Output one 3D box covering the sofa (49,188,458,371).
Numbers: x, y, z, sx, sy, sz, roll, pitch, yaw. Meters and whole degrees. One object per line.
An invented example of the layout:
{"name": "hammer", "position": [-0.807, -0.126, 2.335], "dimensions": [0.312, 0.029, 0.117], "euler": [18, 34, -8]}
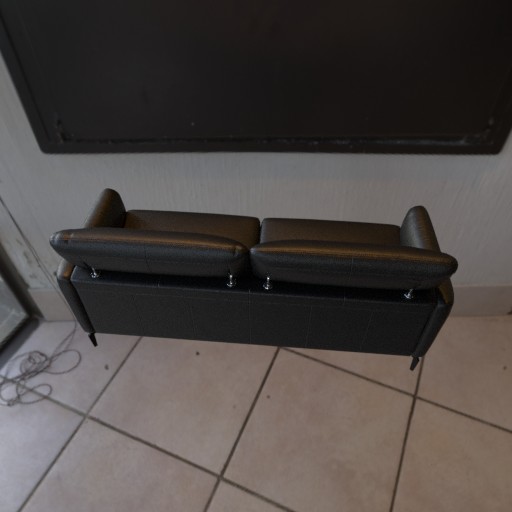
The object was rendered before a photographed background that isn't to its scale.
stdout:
{"name": "sofa", "position": [0.000, 0.000, 2.577], "dimensions": [2.069, 0.957, 0.856], "euler": [4, 48, 3]}
